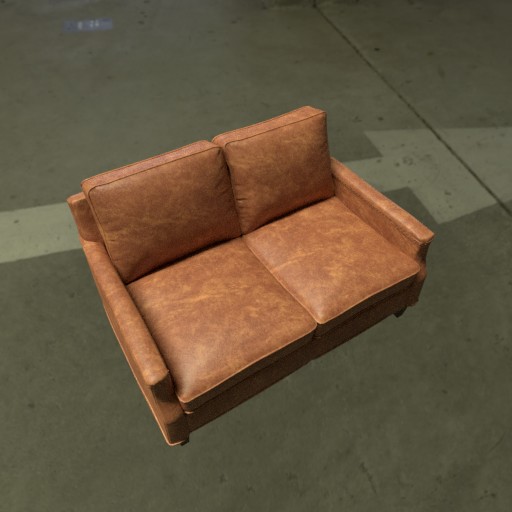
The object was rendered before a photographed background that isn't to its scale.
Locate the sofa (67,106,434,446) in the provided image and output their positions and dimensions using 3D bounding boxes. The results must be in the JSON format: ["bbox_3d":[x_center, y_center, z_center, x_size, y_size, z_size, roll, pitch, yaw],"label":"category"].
[{"bbox_3d":[0.000,0.000,2.355,1.597,1.003,1.084,-24,52,-21],"label":"sofa"}]
